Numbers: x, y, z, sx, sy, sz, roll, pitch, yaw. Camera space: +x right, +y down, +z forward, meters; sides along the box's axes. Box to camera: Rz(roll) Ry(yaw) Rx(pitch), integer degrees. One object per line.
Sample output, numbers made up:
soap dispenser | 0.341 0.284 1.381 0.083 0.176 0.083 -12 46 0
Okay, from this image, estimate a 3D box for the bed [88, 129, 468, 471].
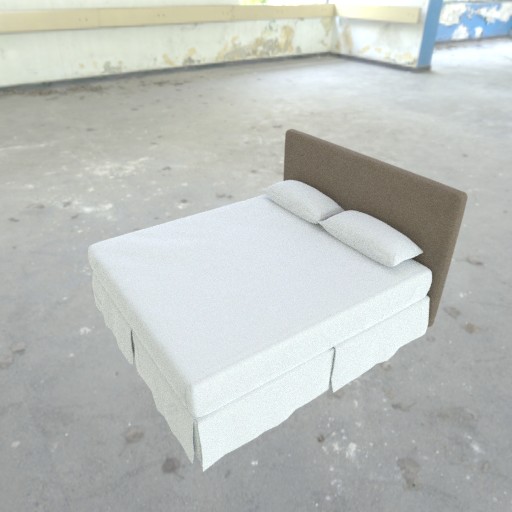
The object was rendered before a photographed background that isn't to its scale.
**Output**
bed | 0.000 0.000 3.672 2.341 1.317 2.119 -20 37 -29
